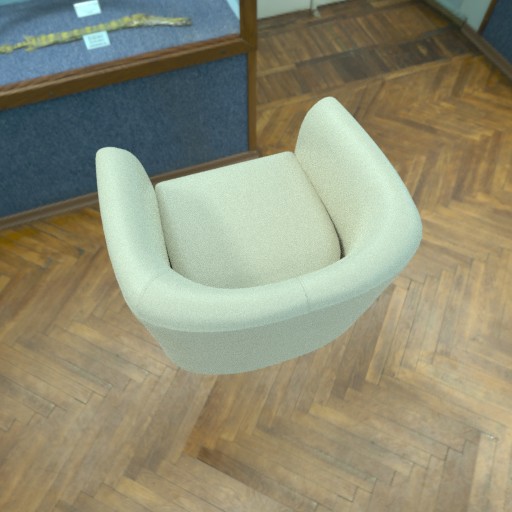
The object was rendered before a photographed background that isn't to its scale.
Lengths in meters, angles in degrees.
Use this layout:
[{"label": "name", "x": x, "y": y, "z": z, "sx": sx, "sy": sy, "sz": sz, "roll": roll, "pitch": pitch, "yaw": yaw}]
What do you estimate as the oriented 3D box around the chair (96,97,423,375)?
[{"label": "chair", "x": 0.000, "y": 0.000, "z": 1.404, "sx": 0.792, "sy": 0.756, "sz": 0.727, "roll": -16, "pitch": 60, "yaw": -9}]
